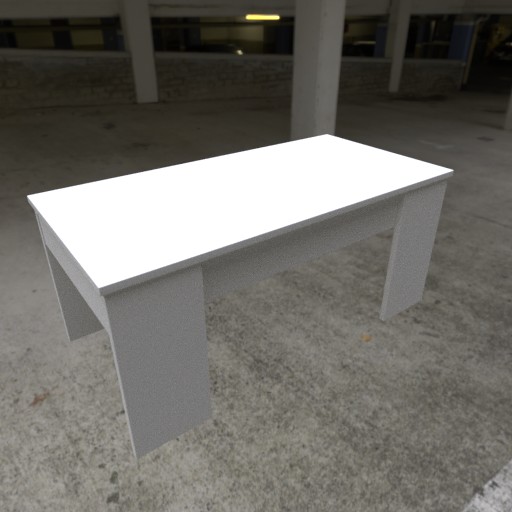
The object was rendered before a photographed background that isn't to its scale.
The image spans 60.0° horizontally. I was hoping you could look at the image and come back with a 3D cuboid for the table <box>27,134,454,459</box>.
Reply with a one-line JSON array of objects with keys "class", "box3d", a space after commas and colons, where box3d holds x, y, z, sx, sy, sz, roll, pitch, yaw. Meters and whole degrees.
[{"class": "table", "box3d": [0.000, 0.000, 1.256, 1.000, 0.440, 0.500, -20, 35, -31]}]
